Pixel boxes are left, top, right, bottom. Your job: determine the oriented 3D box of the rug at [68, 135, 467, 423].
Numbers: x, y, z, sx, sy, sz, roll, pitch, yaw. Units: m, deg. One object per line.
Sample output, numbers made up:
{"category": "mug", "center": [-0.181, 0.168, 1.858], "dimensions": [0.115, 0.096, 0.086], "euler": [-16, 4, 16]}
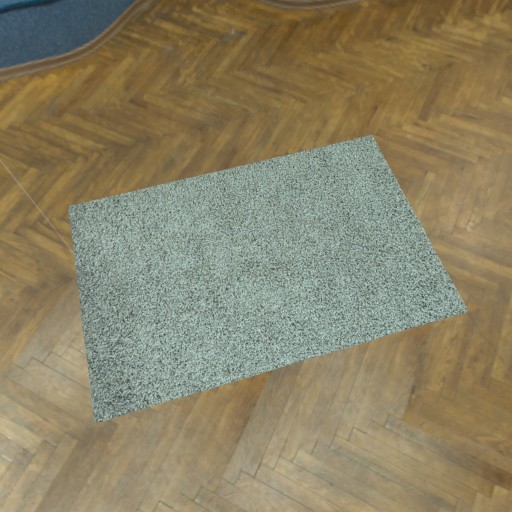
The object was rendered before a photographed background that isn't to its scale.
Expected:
{"category": "rug", "center": [0.000, 0.000, 3.484], "dimensions": [2.743, 0.030, 1.778], "euler": [-15, 64, -7]}
